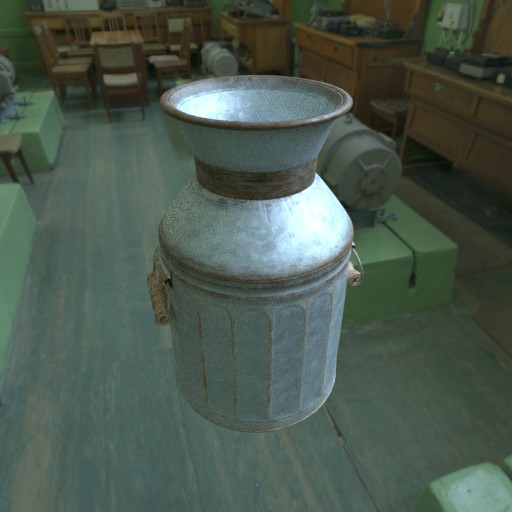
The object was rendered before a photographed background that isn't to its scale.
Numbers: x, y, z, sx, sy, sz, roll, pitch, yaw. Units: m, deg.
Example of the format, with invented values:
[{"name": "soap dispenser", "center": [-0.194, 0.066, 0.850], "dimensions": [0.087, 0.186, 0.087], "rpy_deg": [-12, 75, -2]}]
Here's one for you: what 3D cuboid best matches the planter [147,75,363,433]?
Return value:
[{"name": "planter", "center": [0.000, 0.000, 0.509], "dimensions": [0.248, 0.358, 0.215], "rpy_deg": [-10, 35, -15]}]
